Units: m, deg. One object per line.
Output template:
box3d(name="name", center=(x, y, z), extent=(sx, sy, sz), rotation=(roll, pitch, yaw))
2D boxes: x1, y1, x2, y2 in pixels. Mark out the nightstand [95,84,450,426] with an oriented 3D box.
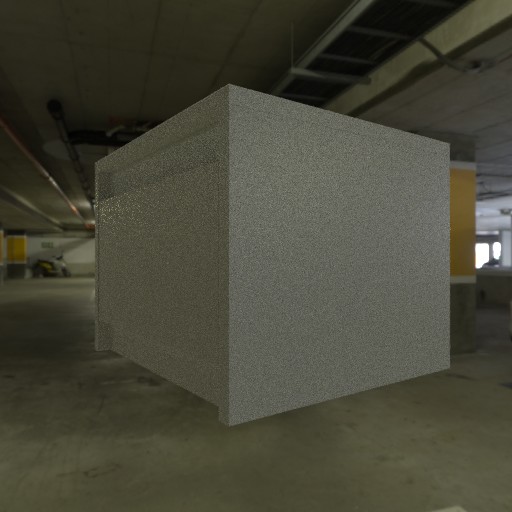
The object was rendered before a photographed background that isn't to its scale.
box3d(name="nightstand", center=(0.000, 0.000, 0.763), extent=(0.408, 0.351, 0.470), rotation=(0, 0, -36))
